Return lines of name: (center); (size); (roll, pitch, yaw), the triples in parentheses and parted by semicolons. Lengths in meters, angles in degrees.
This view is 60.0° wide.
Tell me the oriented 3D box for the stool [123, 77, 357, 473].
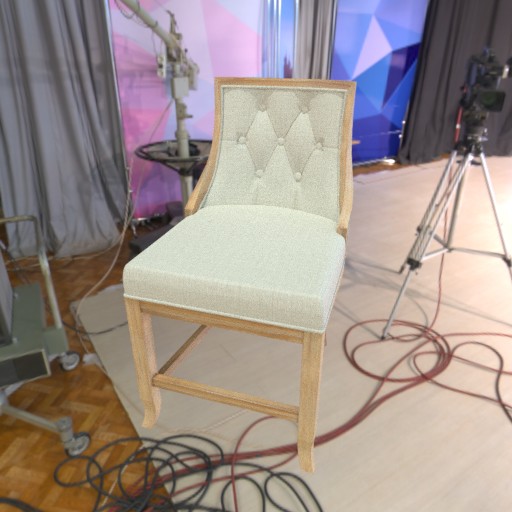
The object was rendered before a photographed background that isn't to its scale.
stool: (0.000, 0.000, 1.318); (0.524, 0.938, 0.626); (8, 28, 16)
